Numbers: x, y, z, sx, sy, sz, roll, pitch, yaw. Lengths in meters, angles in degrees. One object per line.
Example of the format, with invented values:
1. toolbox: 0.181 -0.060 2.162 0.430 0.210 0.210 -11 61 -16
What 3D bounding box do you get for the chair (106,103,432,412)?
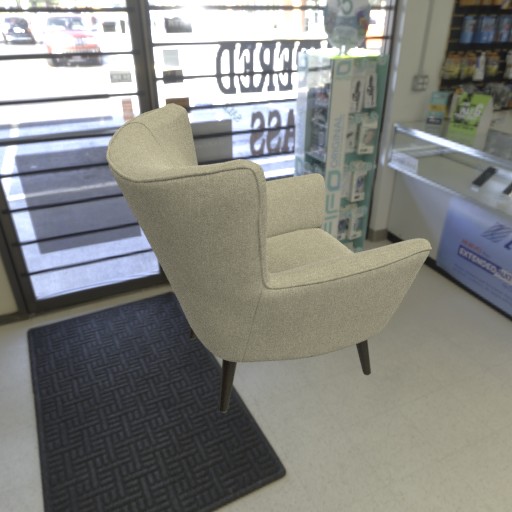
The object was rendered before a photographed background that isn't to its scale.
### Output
1. chair: 0.000 0.000 1.563 0.888 0.933 0.781 -11 31 -19
